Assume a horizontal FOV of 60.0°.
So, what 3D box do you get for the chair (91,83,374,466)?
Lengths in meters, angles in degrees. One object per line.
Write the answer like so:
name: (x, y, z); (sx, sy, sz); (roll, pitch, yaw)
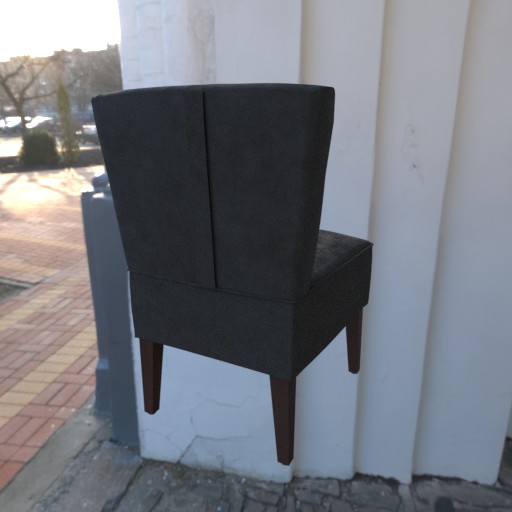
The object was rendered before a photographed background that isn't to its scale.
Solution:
chair: (0.000, 0.000, 1.157); (0.521, 0.806, 0.554); (9, 19, 27)
